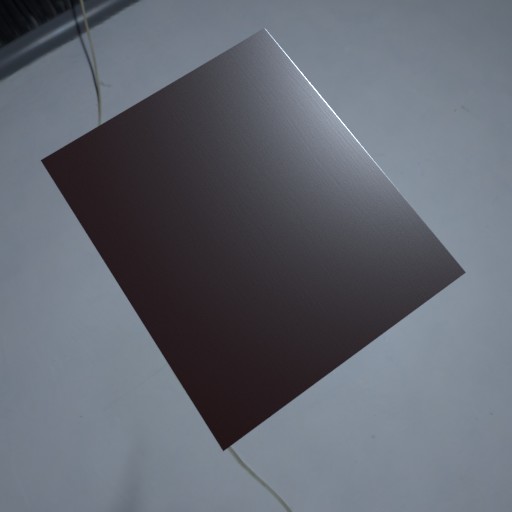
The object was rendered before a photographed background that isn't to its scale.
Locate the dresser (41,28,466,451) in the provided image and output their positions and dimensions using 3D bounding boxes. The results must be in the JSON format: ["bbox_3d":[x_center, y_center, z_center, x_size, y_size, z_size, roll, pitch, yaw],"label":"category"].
[{"bbox_3d":[0.000,0.000,0.752,0.360,0.470,0.400,-34,79,-8],"label":"dresser"}]
